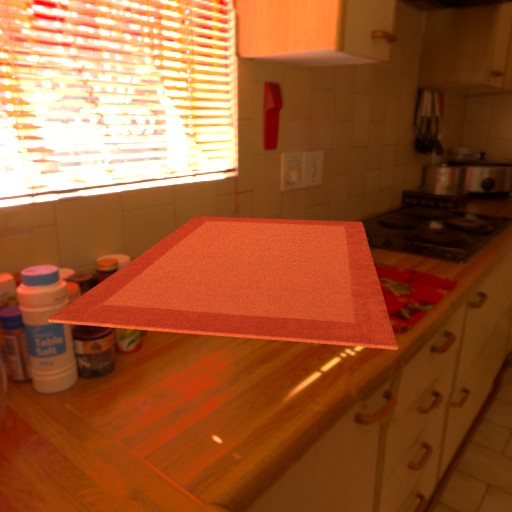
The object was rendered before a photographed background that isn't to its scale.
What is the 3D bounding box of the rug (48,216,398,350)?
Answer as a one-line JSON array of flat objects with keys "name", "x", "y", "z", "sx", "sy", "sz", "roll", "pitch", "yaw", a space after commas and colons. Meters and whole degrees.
[{"name": "rug", "x": 0.000, "y": 0.000, "z": 2.364, "sx": 1.219, "sy": 0.014, "sz": 1.829, "roll": 3, "pitch": 17, "yaw": 9}]
